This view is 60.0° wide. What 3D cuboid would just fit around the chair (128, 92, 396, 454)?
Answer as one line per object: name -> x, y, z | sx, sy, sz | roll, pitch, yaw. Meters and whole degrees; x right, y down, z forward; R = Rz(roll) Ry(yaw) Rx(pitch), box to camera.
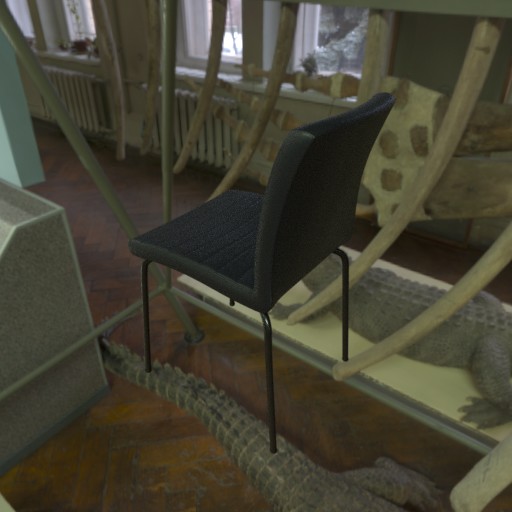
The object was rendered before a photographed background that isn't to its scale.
chair -> 0.000, 0.000, 1.214 | 0.572, 0.872, 0.450 | 22, 38, 30
